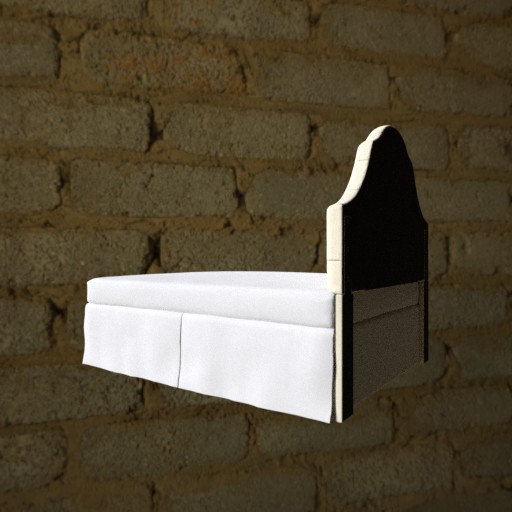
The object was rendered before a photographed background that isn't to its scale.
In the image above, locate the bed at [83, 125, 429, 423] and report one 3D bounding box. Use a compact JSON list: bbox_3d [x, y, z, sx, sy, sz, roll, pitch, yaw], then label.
[{"bbox_3d":[0.000,0.000,3.311,2.092,1.575,1.627,0,0,36],"label":"bed"}]
